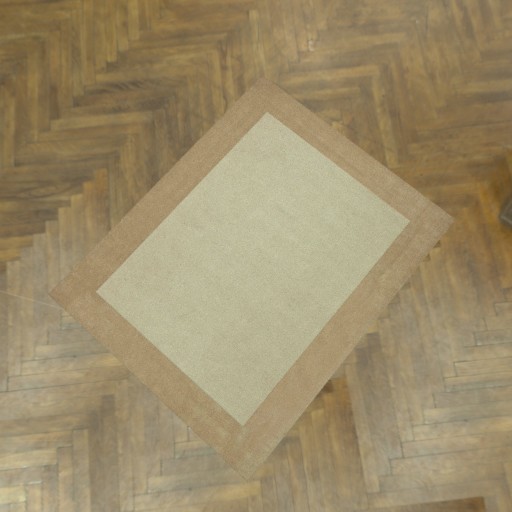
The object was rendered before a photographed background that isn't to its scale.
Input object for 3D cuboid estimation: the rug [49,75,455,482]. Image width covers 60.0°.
[{"bbox_3d":[0.000,0.000,4.173,2.438,0.014,3.048,40,79,9],"label":"rug"}]
